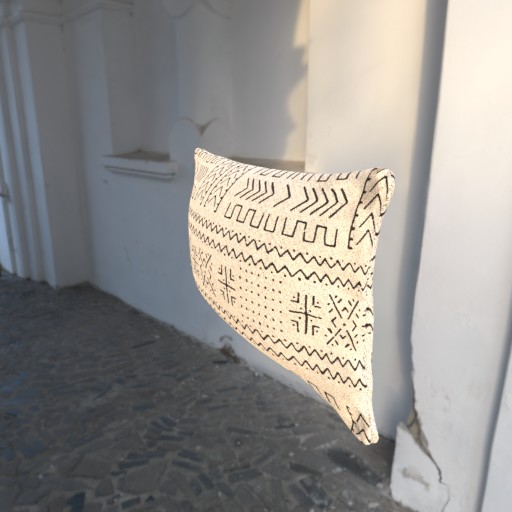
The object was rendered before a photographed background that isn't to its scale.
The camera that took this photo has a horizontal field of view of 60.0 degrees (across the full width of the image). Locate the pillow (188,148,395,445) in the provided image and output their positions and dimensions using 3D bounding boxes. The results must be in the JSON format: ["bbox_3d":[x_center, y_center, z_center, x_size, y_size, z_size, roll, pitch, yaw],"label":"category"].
[{"bbox_3d":[0.000,0.000,0.785,0.188,0.352,0.637,-8,18,-25],"label":"pillow"}]
